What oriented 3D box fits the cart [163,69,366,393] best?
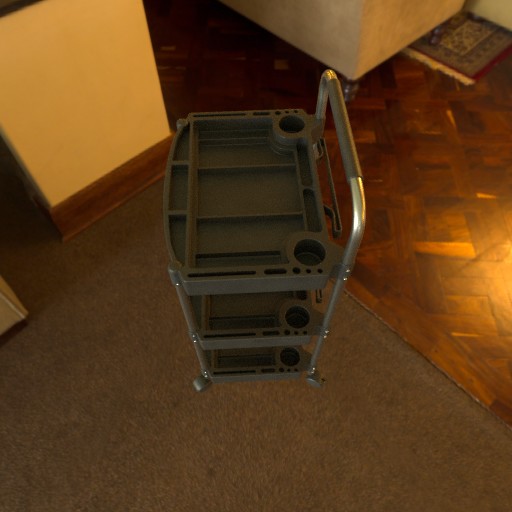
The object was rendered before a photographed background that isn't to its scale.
[{"bbox_3d":[0.000,0.000,1.434,0.518,1.075,0.584,-3,58,-2],"label":"cart"}]
